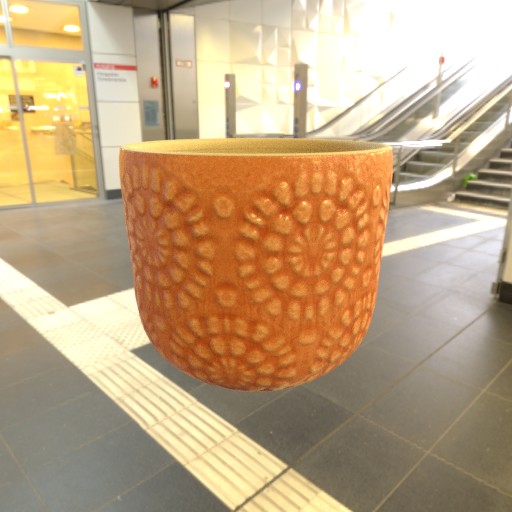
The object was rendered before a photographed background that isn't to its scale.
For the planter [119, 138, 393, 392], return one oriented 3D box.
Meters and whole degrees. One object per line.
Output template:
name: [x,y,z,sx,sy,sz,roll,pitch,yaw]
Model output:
planter: [0.000,0.000,0.223,0.124,0.109,0.124,0,17,0]
